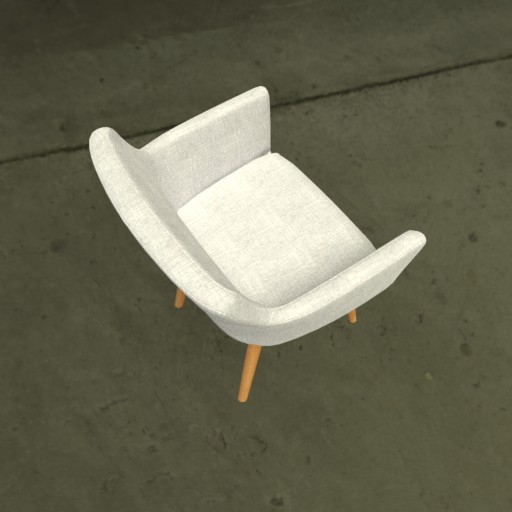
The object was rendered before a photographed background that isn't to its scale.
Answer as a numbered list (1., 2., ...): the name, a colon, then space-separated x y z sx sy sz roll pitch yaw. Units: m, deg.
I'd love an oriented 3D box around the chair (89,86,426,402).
1. chair: 0.000 0.000 1.135 0.540 0.780 0.570 -31 64 -17
